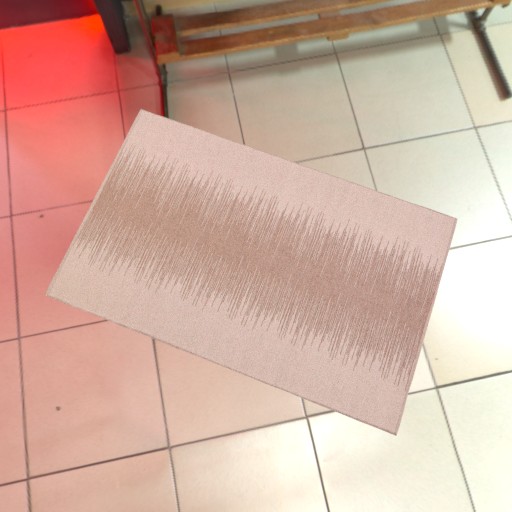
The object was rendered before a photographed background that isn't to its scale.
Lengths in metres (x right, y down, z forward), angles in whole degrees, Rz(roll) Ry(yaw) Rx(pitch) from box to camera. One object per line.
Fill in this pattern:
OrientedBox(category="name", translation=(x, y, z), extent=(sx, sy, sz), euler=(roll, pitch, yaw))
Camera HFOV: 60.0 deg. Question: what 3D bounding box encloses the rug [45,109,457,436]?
OrientedBox(category="rug", translation=(0.000, 0.000, 3.024), extent=(2.440, 0.012, 1.522), euler=(20, 76, 5))
